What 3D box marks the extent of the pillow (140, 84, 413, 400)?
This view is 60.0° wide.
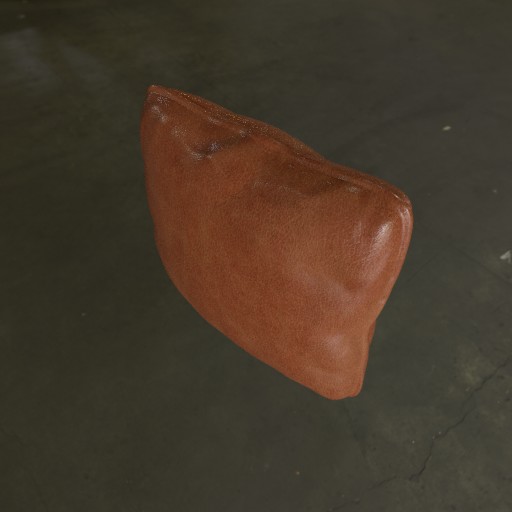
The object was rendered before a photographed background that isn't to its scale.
[{"bbox_3d":[0.000,0.000,0.839,0.532,0.523,0.236,32,54,27],"label":"pillow"}]
